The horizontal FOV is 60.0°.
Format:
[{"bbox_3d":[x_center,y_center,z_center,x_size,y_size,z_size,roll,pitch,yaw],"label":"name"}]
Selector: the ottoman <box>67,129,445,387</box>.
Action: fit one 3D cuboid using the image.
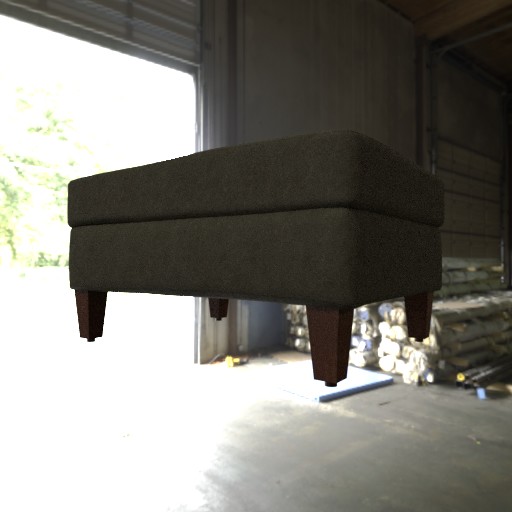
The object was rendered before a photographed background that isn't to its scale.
[{"bbox_3d":[0.000,0.000,1.205,0.839,0.464,0.639,0,-1,36],"label":"ottoman"}]
